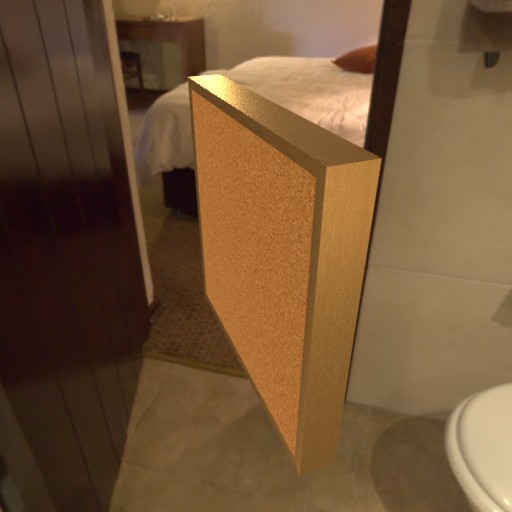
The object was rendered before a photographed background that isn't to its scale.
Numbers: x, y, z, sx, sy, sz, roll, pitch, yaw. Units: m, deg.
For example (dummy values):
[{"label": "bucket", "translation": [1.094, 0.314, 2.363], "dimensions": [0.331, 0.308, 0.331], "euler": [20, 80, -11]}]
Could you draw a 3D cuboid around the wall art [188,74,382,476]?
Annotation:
[{"label": "wall art", "translation": [0.000, 0.000, 0.462], "dimensions": [0.038, 0.305, 0.304], "euler": [-12, 34, -19]}]
